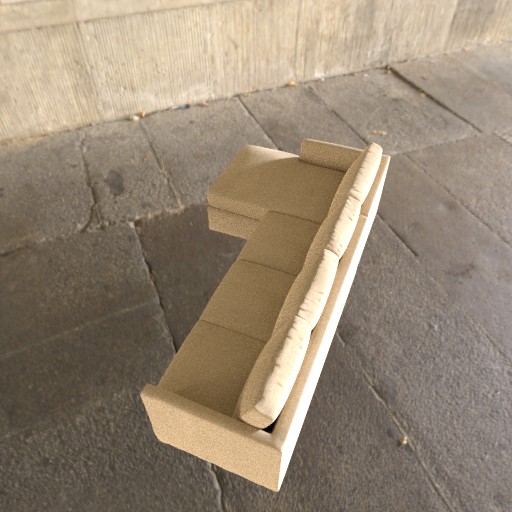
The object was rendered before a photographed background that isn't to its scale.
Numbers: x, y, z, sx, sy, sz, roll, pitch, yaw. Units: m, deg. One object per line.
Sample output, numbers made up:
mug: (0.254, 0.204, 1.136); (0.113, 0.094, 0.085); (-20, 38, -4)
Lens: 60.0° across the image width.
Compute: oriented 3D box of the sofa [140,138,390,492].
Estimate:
sofa: (0.000, 0.000, 3.875); (1.650, 0.922, 3.205); (17, 48, 16)
